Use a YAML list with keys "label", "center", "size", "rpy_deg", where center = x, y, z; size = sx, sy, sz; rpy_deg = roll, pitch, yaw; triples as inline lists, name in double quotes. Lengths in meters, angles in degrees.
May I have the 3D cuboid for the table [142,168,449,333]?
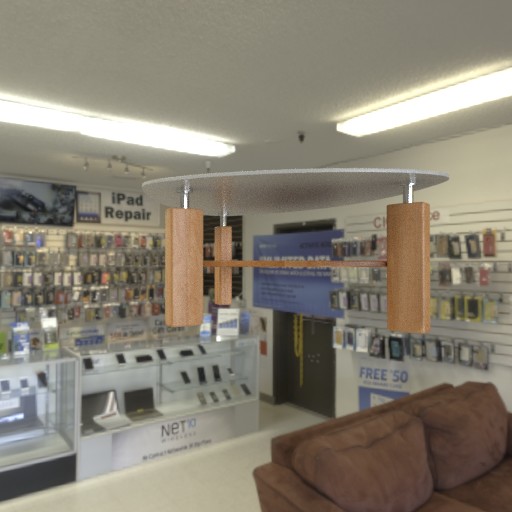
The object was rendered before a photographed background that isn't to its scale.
- label: "table"
  center: [0.000, 0.000, 1.599]
  size: [0.850, 0.440, 1.250]
  rpy_deg: [1, -1, -35]
